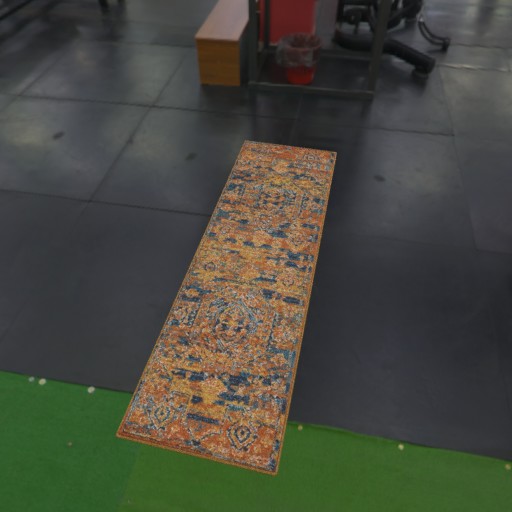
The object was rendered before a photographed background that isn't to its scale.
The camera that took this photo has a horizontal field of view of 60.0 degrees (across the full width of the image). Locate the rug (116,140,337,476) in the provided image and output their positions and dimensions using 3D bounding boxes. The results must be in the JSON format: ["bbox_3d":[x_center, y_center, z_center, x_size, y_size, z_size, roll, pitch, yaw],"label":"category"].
[{"bbox_3d":[0.000,0.000,2.048,0.556,0.013,1.820,10,48,9],"label":"rug"}]
